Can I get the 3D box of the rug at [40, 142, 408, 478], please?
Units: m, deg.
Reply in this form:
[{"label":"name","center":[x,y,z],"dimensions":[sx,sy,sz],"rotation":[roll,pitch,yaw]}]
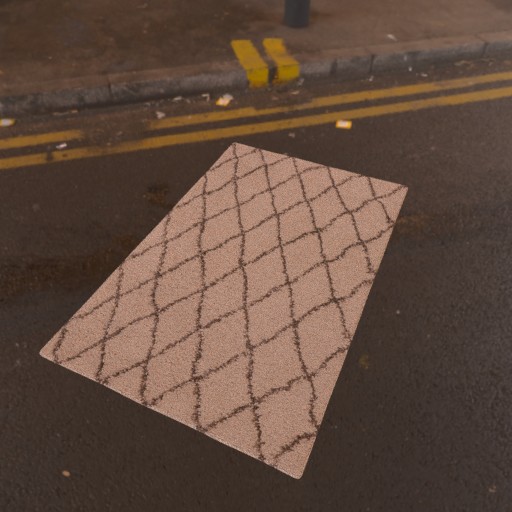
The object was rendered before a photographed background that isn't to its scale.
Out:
[{"label":"rug","center":[0.000,0.000,3.421],"dimensions":[1.778,0.030,2.743],"rotation":[18,49,17]}]
